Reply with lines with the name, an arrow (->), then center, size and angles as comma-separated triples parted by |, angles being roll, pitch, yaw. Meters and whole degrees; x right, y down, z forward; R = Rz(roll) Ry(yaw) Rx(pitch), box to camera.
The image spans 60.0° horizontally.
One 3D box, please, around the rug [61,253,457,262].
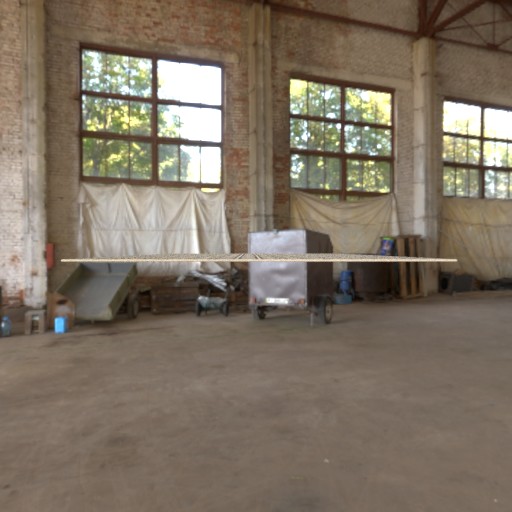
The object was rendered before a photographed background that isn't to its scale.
rug -> 0.000, 0.000, 2.275 | 1.220, 0.007, 1.828 | 0, 1, -1
